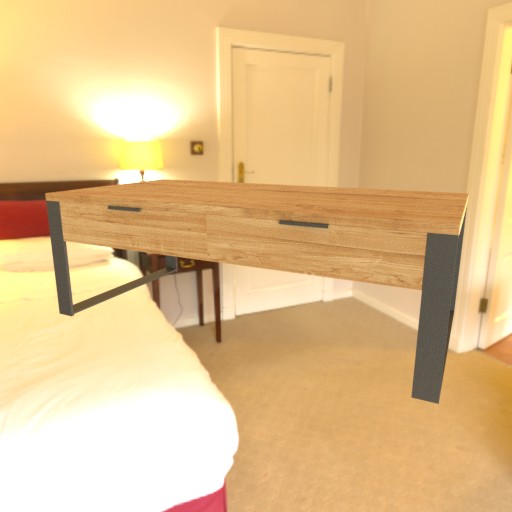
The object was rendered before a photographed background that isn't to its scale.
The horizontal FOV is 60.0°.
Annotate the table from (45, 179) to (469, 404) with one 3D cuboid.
[{"bbox_3d":[0.000,0.000,1.422,1.180,0.400,0.590,7,16,25],"label":"table"}]
